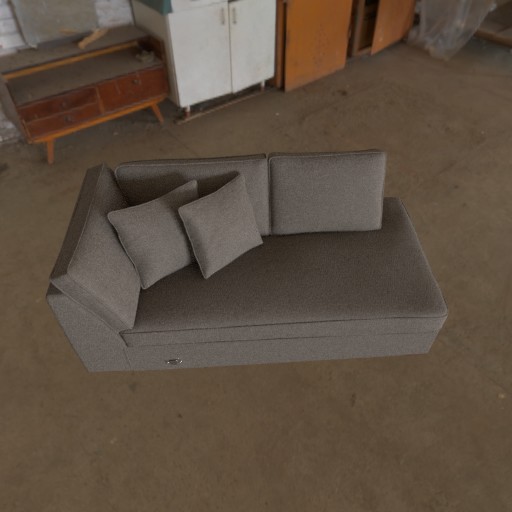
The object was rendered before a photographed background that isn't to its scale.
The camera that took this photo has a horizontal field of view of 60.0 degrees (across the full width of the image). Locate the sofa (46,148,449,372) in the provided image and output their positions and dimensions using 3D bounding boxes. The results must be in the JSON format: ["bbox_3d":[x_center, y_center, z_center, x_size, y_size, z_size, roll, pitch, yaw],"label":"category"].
[{"bbox_3d":[0.000,0.000,2.872,2.237,1.033,1.110,-3,46,-3],"label":"sofa"}]
